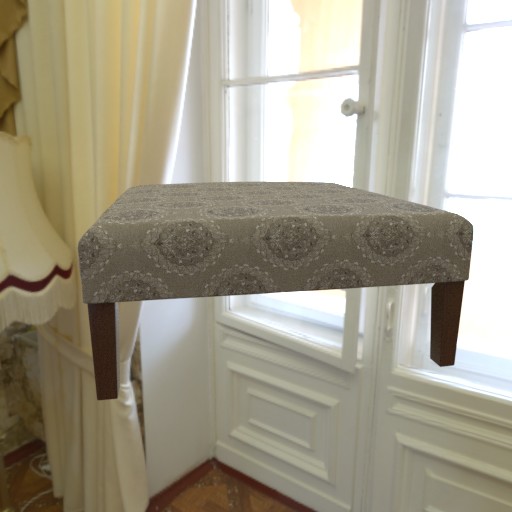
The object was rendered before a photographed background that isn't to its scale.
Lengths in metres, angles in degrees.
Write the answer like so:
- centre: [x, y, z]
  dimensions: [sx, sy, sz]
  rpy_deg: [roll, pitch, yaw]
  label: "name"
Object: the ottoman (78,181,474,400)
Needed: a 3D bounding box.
- centre: [0.000, 0.000, 1.415]
  dimensions: [0.890, 0.411, 0.889]
  rpy_deg: [-3, 15, -10]
  label: "ottoman"
